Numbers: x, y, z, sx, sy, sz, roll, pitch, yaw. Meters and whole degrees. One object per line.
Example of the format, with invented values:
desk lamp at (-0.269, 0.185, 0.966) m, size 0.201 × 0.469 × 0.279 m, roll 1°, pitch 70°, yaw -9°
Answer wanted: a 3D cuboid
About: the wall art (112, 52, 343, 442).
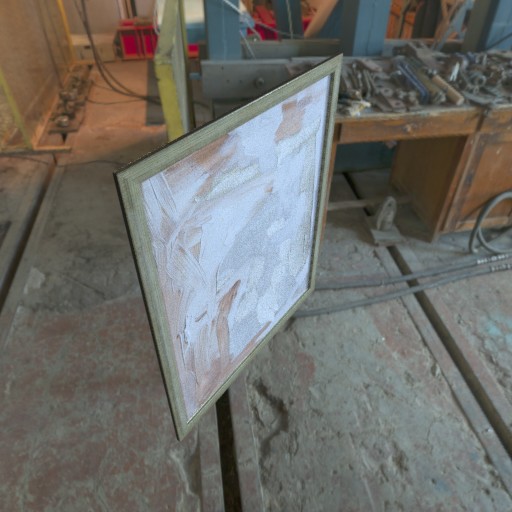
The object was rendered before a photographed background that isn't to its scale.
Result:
wall art at (0.000, 0.000, 0.775) m, size 0.009 × 0.559 × 0.483 m, roll 25°, pitch 47°, yaw 26°
